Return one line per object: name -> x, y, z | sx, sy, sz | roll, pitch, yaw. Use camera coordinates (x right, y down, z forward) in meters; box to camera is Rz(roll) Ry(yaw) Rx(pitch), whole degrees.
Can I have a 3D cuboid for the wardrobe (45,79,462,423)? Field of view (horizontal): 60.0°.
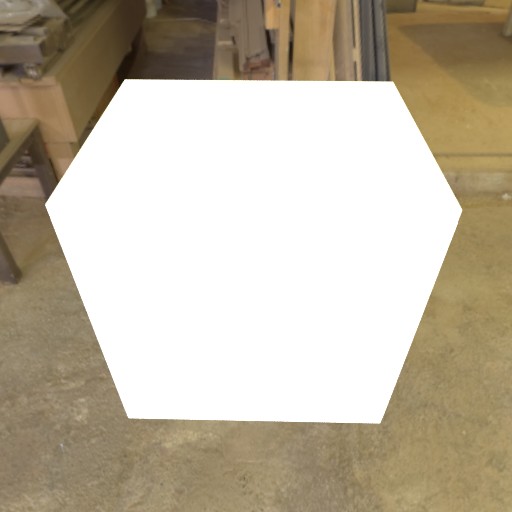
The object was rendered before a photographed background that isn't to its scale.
wardrobe -> 0.000, 0.000, 0.852 | 0.500, 0.520, 0.400 | 1, 42, 1
